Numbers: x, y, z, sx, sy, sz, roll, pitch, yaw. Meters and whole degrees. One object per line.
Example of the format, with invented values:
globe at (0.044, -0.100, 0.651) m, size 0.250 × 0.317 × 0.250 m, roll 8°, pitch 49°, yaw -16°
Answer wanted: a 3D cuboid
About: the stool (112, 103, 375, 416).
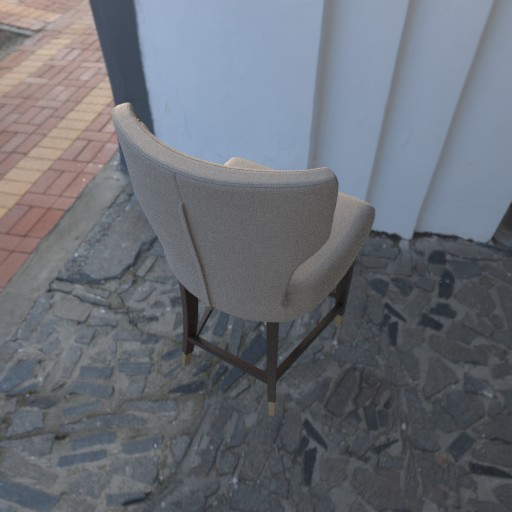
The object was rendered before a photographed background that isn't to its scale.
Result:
stool at (0.000, 0.000, 1.309) m, size 0.527 × 0.982 × 0.563 m, roll 23°, pitch 51°, yaw 20°
